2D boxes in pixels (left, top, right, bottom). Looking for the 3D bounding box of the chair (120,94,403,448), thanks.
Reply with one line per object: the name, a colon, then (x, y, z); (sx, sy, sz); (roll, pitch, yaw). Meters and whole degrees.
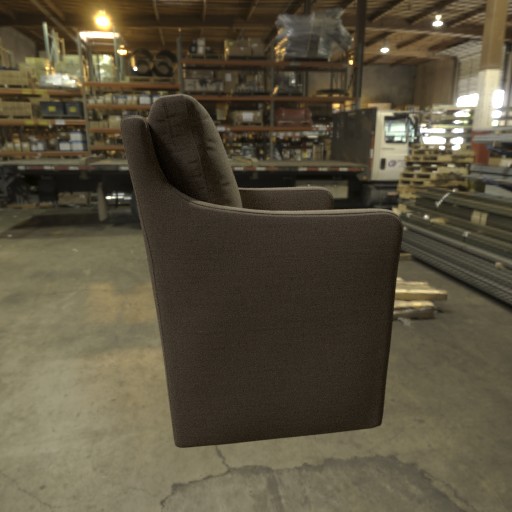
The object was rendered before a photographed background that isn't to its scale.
chair: (0.000, 0.000, 1.387); (0.694, 0.914, 0.626); (-2, 15, -9)
